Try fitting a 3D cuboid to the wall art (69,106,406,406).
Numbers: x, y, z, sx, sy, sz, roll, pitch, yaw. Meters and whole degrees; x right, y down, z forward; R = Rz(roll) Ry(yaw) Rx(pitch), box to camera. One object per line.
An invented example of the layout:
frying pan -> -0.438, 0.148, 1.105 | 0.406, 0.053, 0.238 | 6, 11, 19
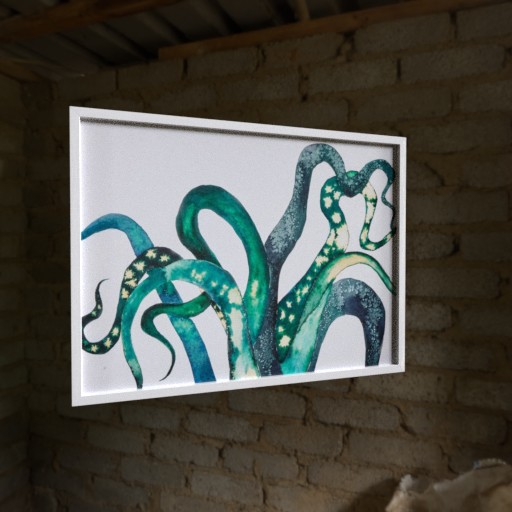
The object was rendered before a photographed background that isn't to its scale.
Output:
wall art -> 0.000, 0.000, 1.350 | 1.041, 0.787, 0.053 | 0, 1, -18
